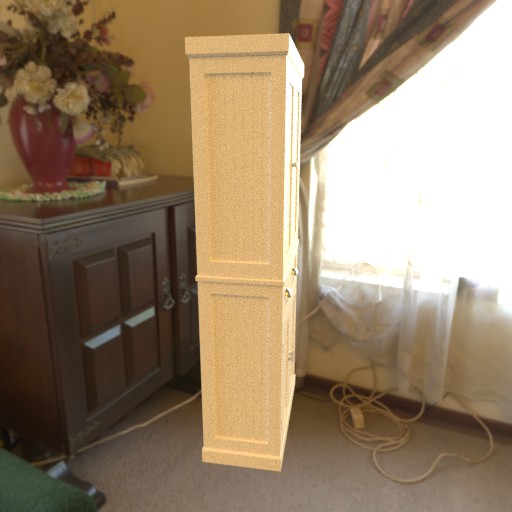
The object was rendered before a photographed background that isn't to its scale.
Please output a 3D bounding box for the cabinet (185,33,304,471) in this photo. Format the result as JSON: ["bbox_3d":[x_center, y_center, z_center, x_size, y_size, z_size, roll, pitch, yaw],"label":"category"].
[{"bbox_3d":[0.000,0.000,2.172,0.390,1.829,0.754,3,16,10],"label":"cabinet"}]
